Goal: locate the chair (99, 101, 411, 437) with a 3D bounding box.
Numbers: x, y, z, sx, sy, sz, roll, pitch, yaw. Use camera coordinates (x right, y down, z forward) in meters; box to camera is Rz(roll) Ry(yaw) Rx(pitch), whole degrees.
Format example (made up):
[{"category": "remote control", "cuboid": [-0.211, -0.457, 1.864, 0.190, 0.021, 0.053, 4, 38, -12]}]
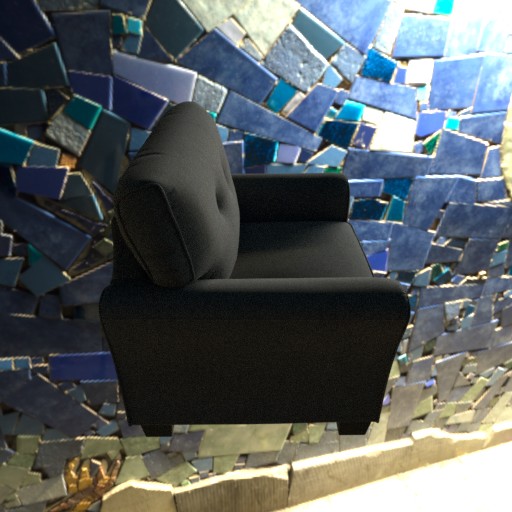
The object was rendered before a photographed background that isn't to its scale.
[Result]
[{"category": "chair", "cuboid": [0.000, 0.000, 1.561, 0.816, 0.890, 0.941, 0, 31, -1]}]
